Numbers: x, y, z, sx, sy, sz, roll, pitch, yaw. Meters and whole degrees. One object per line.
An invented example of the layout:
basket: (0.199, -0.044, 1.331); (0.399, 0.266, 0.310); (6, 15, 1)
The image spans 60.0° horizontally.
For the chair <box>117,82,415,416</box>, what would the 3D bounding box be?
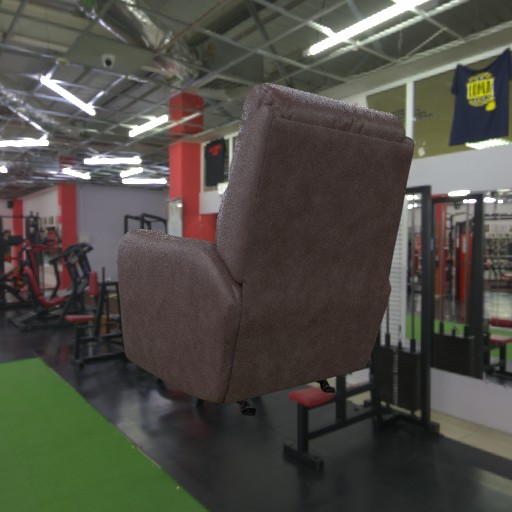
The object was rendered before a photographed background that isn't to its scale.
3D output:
chair: (0.000, 0.000, 1.835); (0.865, 1.067, 1.067); (-1, 2, -36)
